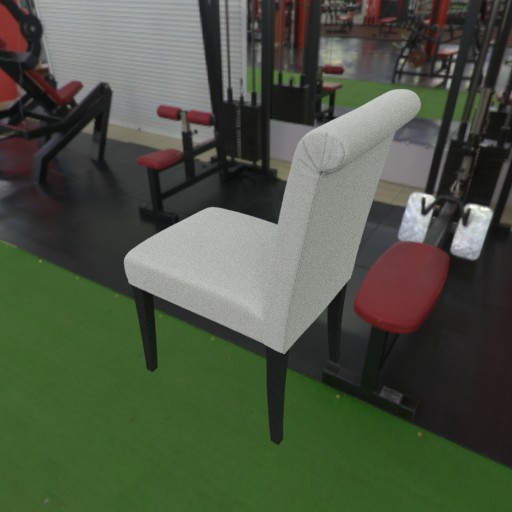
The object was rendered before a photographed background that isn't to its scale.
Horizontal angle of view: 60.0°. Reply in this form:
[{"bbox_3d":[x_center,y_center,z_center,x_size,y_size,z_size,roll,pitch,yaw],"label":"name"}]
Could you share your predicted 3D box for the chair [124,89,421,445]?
[{"bbox_3d":[0.000,0.000,1.356,0.708,0.976,0.452,20,37,28],"label":"chair"}]
